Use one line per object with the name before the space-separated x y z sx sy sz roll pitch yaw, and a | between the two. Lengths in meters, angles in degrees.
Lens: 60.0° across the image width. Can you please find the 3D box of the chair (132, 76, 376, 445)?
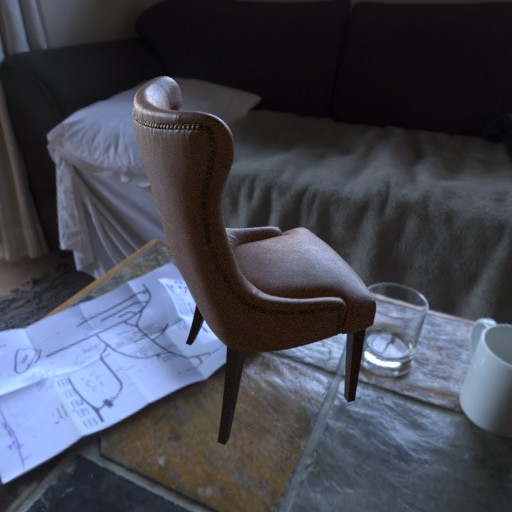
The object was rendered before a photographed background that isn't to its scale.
chair | 0.000 0.000 1.469 0.669 1.065 0.611 -10 32 -17
